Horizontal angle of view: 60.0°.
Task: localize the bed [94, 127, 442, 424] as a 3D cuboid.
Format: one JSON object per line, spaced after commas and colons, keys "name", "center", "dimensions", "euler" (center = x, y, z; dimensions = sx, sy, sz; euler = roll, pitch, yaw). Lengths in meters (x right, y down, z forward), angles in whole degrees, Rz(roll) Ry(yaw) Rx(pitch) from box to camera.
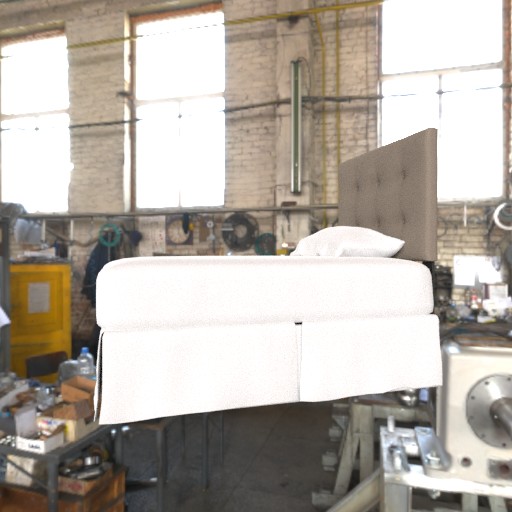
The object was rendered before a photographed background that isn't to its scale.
{"name": "bed", "center": [0.000, 0.000, 2.925], "dimensions": [1.997, 1.571, 1.261], "euler": [0, 0, -18]}
